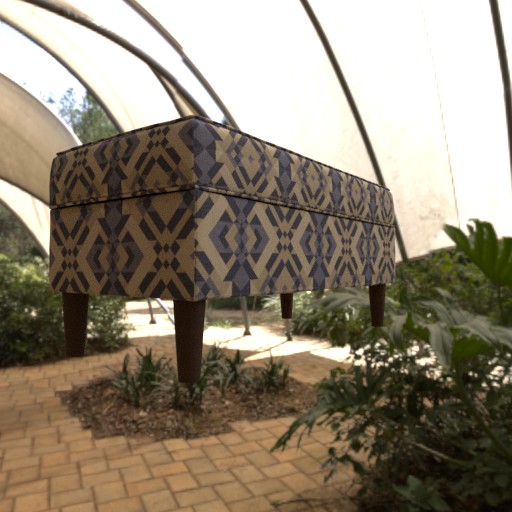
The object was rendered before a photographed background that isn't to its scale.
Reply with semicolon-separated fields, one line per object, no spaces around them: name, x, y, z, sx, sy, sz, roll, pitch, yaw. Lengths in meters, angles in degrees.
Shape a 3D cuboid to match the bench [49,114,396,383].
bench;0.000;0.000;1.296;0.492;0.477;1.016;-1;-2;37
